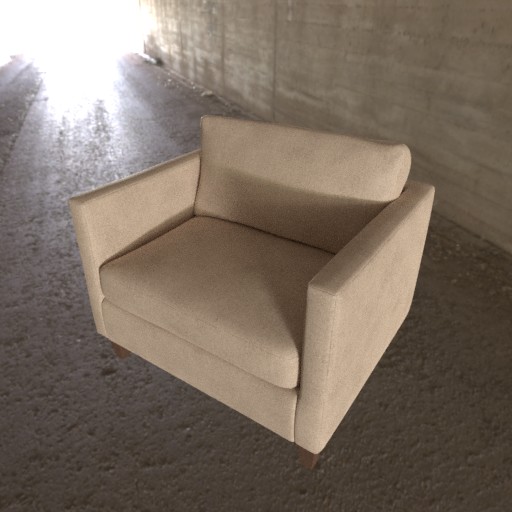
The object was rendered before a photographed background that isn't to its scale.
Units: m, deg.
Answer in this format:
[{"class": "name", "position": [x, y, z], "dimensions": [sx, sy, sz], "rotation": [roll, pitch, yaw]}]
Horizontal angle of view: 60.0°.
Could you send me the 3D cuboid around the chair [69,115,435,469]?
[{"class": "chair", "position": [0.000, 0.000, 1.837], "dimensions": [1.133, 0.961, 0.959], "rotation": [19, 35, 29]}]
